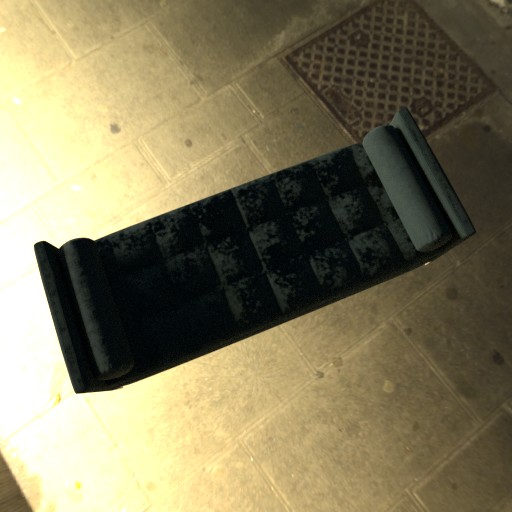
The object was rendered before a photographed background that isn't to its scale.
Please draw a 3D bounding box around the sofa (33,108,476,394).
[{"bbox_3d":[0.000,0.000,2.504,2.102,0.657,0.797,-21,76,-6],"label":"sofa"}]
